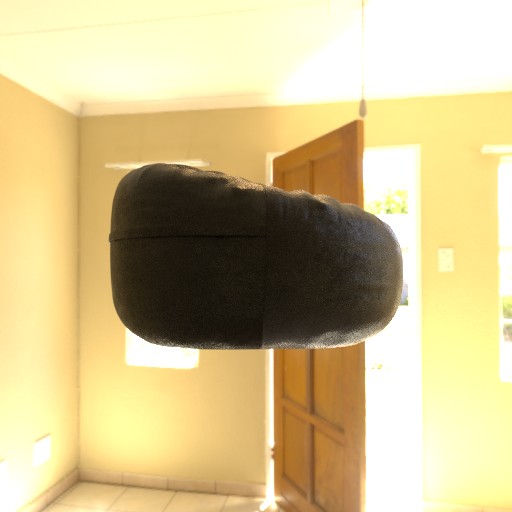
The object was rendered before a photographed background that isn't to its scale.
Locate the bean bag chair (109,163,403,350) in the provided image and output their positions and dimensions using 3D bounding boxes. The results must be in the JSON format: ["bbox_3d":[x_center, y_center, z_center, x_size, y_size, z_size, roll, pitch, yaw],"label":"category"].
[{"bbox_3d":[0.000,0.000,2.439,1.524,0.878,1.524,0,-1,1],"label":"bean bag chair"}]
